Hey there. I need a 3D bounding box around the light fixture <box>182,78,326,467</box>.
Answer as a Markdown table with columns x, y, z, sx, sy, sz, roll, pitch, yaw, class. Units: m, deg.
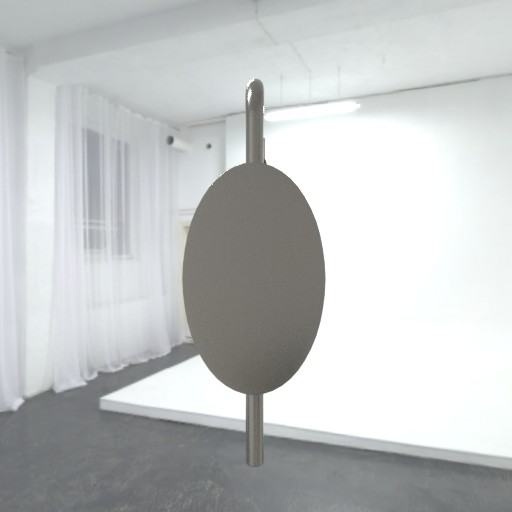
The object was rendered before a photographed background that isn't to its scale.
| x | y | z | sx | sy | sz | roll | pitch | yaw | class |
| --- | --- | --- | --- | --- | --- | --- | --- | --- | --- |
| 0.000 | 0.000 | 0.440 | 0.108 | 0.343 | 0.216 | 0 | 0 | 1 | light fixture |
